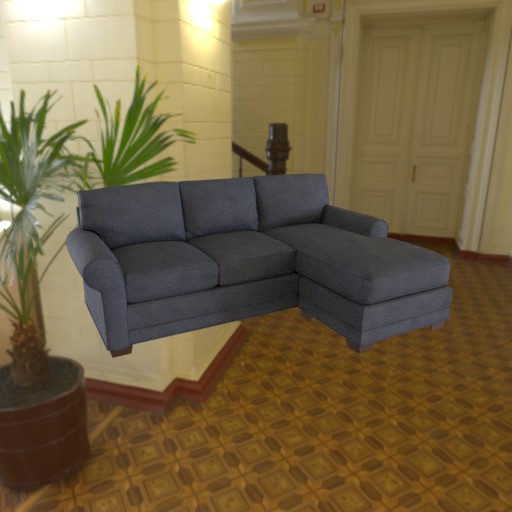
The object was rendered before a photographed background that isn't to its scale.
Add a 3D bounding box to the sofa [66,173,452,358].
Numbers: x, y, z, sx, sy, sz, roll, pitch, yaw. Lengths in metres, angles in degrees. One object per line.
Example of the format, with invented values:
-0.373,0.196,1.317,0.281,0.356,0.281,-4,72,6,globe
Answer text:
0.000,0.000,3.440,2.567,1.063,1.780,-9,19,-27,sofa
